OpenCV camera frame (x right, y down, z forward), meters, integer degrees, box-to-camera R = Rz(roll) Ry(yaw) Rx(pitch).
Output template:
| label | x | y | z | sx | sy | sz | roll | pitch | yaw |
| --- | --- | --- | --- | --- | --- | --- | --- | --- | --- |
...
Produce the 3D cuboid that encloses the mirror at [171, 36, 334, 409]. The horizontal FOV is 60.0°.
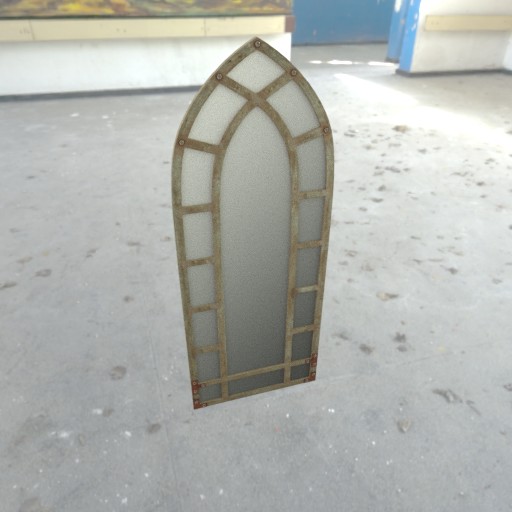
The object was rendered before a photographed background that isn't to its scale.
| label | x | y | z | sx | sy | sz | roll | pitch | yaw |
| --- | --- | --- | --- | --- | --- | --- | --- | --- | --- |
| mirror | 0.000 | 0.000 | 1.319 | 0.464 | 1.175 | 0.025 | -9 | 33 | -14 |
